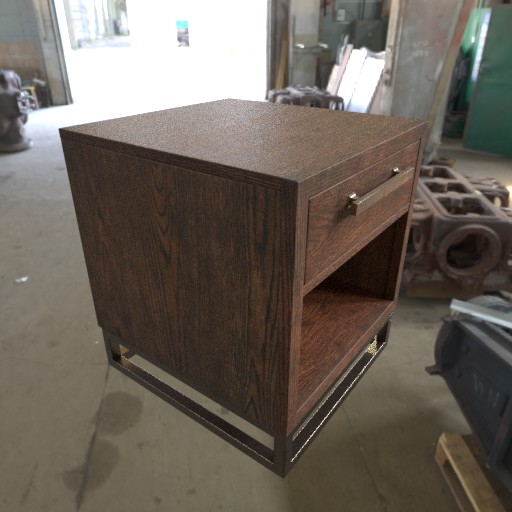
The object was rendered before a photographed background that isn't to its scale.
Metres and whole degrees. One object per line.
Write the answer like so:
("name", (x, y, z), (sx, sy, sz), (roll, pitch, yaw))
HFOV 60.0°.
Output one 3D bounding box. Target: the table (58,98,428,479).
("table", (0.000, 0.000, 1.008), (0.566, 0.582, 0.506), (19, 33, 32))
